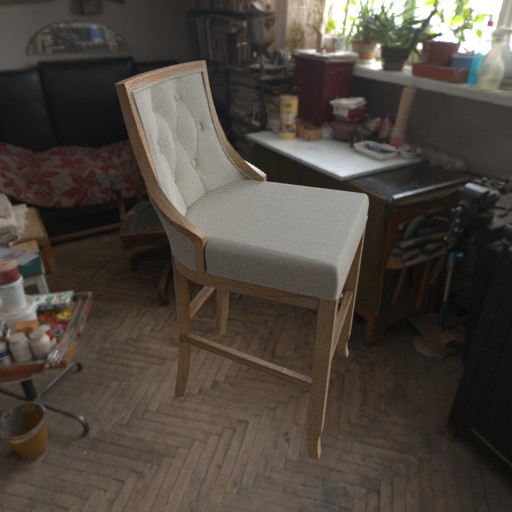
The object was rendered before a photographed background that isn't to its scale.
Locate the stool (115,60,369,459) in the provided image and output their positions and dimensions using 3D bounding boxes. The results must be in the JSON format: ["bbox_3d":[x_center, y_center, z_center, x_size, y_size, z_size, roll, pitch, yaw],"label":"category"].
[{"bbox_3d":[0.000,0.000,1.440,0.626,1.101,0.524,11,33,18],"label":"stool"}]
